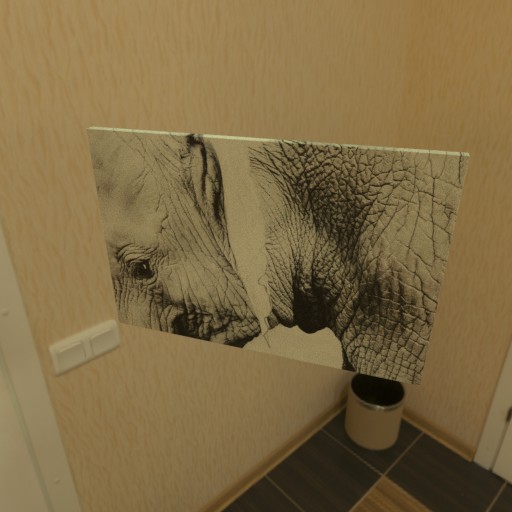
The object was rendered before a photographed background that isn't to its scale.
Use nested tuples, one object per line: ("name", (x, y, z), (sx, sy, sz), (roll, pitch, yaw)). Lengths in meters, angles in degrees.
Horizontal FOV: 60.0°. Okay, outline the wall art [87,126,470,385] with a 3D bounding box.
("wall art", (0.000, 0.000, 1.456), (1.141, 0.758, 0.035), (8, 28, 16))
